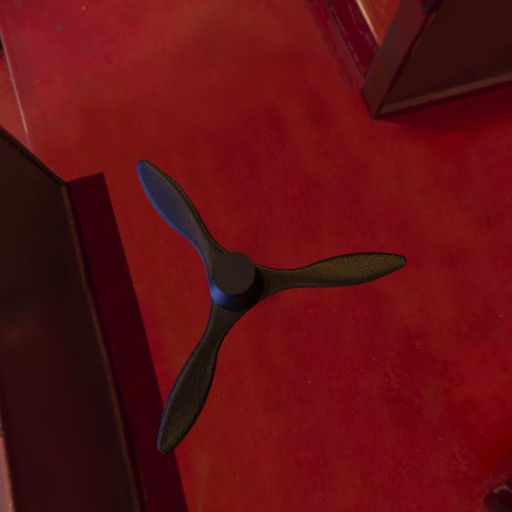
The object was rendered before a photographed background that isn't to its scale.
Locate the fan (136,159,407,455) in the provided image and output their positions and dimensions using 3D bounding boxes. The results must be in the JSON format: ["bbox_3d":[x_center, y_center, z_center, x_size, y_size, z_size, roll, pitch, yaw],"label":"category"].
[{"bbox_3d":[0.000,0.000,1.579,1.067,0.305,1.067,-19,78,-4],"label":"fan"}]
